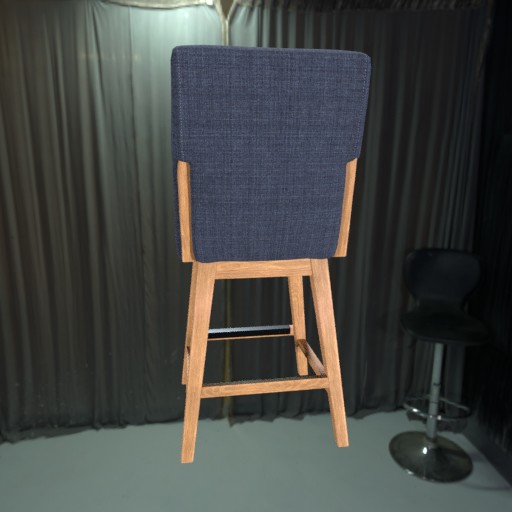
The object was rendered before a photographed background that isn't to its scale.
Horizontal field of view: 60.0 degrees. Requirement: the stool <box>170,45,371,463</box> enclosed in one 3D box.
[{"bbox_3d":[0.000,0.000,1.279,0.459,1.010,0.526,-2,12,-9],"label":"stool"}]
